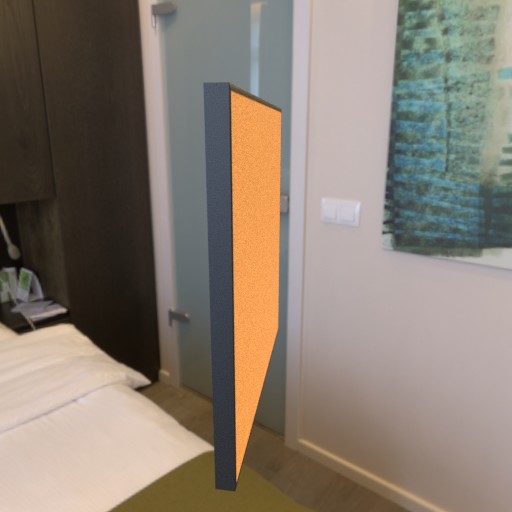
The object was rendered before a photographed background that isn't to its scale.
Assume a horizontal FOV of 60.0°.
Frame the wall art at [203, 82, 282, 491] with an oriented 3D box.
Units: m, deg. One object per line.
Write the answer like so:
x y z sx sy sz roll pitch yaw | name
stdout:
0.000 0.000 1.153 0.042 0.766 0.769 2 16 9 | wall art
